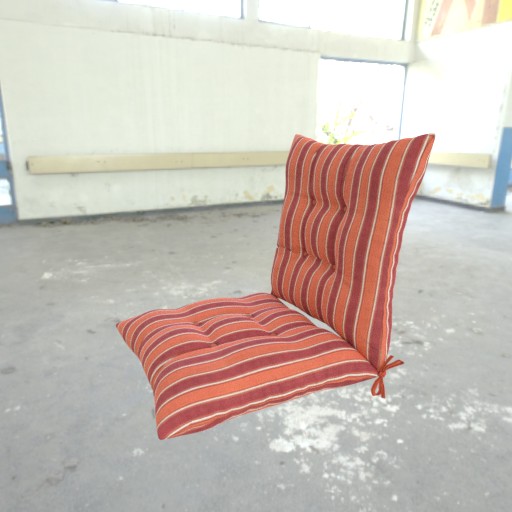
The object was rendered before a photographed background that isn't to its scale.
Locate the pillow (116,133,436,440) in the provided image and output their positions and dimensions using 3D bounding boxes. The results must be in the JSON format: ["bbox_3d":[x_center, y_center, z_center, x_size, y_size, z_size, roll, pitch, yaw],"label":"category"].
[{"bbox_3d":[0.000,0.000,1.002,0.585,0.536,0.541,-7,17,-24],"label":"pillow"}]
